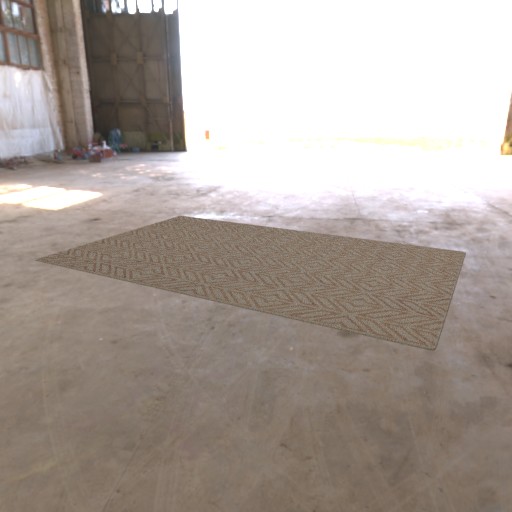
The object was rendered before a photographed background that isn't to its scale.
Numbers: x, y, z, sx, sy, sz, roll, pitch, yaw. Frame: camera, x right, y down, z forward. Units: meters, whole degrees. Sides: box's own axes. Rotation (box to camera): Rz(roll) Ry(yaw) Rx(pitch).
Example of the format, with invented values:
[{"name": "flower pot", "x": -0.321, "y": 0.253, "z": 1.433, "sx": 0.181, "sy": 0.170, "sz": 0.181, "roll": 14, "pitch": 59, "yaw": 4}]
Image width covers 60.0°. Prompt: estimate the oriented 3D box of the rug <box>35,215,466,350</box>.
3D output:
[{"name": "rug", "x": 0.000, "y": 0.000, "z": 2.941, "sx": 2.438, "sy": 0.008, "sz": 1.523, "roll": 9, "pitch": 20, "yaw": 27}]
